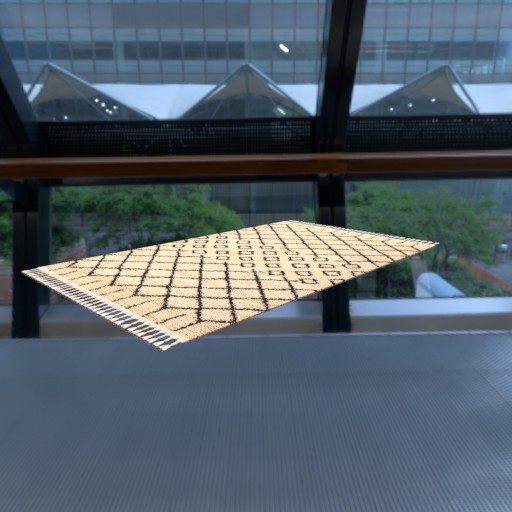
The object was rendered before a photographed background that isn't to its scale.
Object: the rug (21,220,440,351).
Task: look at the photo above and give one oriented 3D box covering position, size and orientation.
[{"bbox_3d":[0.000,0.000,2.411,1.196,0.008,2.006,14,20,43],"label":"rug"}]
